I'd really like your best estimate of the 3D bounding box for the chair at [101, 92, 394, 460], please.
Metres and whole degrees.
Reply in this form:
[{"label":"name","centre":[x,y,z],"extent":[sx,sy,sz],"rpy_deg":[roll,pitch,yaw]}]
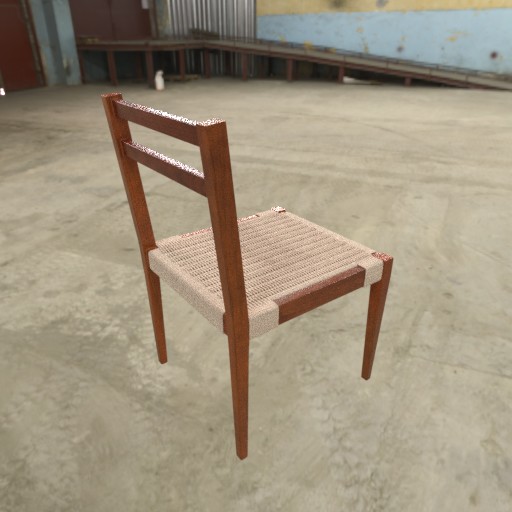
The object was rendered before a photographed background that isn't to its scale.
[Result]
[{"label":"chair","centre":[0.000,0.000,1.235],"extent":[0.569,0.851,0.495],"rpy_deg":[-19,32,-32]}]
